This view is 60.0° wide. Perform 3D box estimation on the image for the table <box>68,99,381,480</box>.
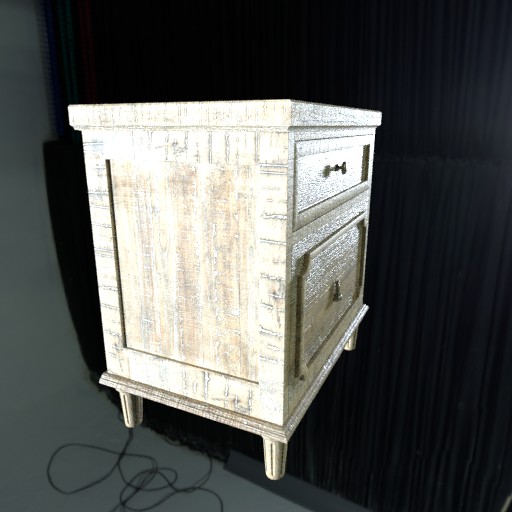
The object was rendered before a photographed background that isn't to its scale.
[{"bbox_3d":[0.000,0.000,1.128,0.457,0.711,0.686,8,18,25],"label":"table"}]
